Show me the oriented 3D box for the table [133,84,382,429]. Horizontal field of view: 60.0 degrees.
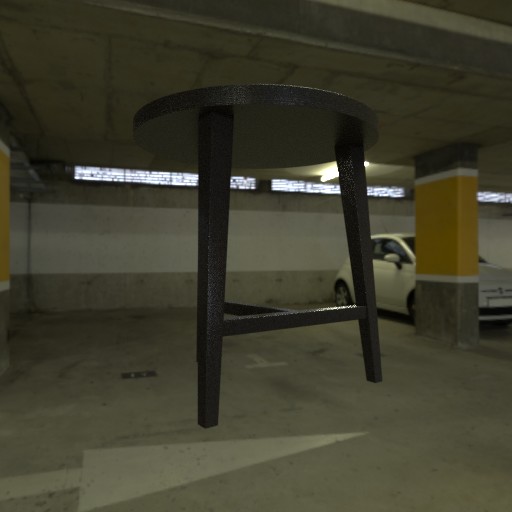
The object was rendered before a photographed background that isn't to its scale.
[{"bbox_3d":[0.000,0.000,0.935,0.500,0.531,0.500,0,0,0],"label":"table"}]
